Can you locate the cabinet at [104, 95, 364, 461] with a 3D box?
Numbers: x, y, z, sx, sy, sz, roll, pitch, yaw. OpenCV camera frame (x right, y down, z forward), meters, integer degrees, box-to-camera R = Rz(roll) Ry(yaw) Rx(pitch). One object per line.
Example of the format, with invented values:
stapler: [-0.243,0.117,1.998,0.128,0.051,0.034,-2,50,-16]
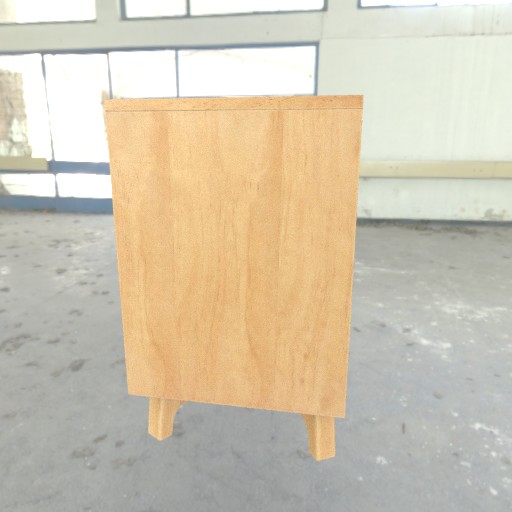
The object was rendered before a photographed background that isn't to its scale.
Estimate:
cabinet: [0.000,0.000,0.957,0.394,0.599,0.551,3,15,10]
